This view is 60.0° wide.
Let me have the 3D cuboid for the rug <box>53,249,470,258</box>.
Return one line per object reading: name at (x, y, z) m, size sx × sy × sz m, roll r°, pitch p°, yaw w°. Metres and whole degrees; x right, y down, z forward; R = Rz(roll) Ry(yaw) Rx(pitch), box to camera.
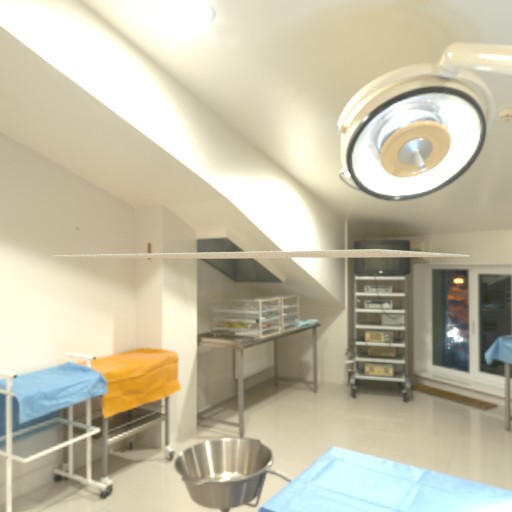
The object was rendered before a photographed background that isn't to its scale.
rug at (0.000, 0.000, 2.331) m, size 1.827 × 0.008 × 1.225 m, roll -1°, pitch -1°, yaw 37°
